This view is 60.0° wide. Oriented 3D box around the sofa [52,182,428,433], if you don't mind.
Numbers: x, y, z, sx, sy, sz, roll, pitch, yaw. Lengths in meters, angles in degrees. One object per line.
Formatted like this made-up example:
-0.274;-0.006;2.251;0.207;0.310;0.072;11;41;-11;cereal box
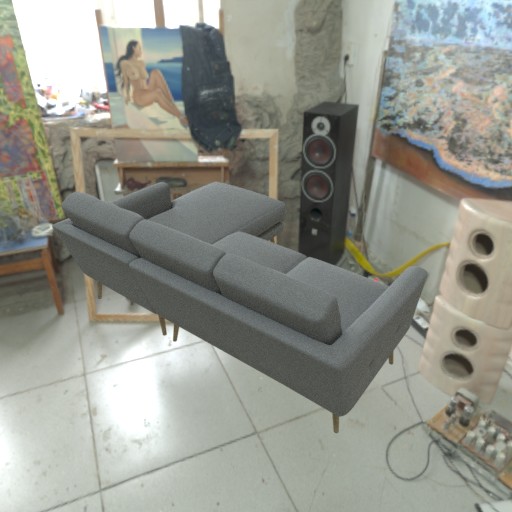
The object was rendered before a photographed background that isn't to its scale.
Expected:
0.000;0.000;2.823;2.040;0.860;1.530;21;37;31;sofa
